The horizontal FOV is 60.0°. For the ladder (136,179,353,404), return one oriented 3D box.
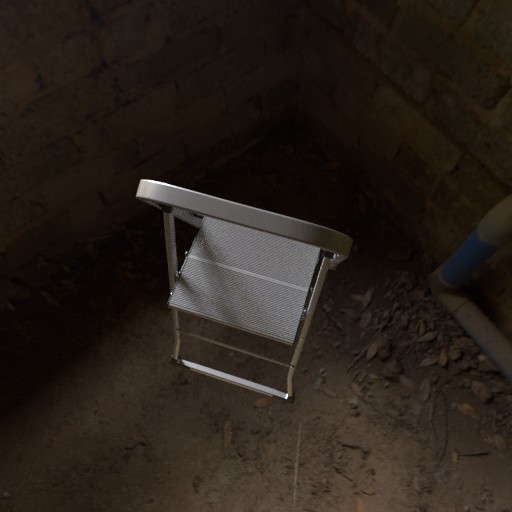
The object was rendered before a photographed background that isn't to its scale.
[{"bbox_3d":[0.000,0.000,1.146,0.465,0.830,0.530,16,65,8],"label":"ladder"}]
